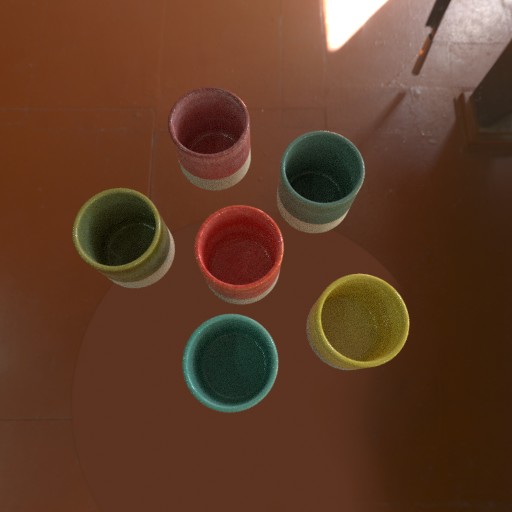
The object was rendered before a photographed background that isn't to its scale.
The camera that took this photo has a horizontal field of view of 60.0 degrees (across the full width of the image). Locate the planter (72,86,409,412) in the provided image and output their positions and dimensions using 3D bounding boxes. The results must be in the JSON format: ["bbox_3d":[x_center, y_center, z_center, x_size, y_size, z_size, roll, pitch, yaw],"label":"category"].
[{"bbox_3d":[0.000,0.000,0.407,0.286,0.075,0.257,33,77,9],"label":"planter"}]
